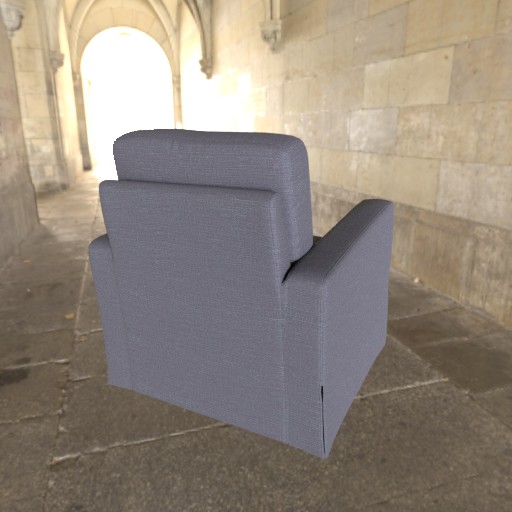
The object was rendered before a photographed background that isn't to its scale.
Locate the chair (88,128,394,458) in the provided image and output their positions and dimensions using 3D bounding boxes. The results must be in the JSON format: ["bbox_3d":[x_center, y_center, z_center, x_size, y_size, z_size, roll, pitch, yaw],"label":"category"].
[{"bbox_3d":[0.000,0.000,1.543,0.798,0.855,0.863,8,18,27],"label":"chair"}]
